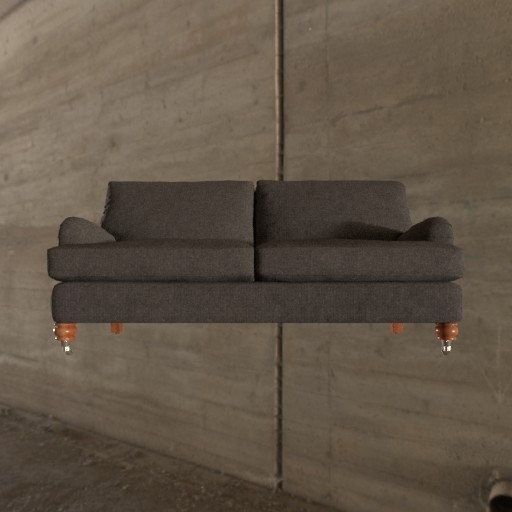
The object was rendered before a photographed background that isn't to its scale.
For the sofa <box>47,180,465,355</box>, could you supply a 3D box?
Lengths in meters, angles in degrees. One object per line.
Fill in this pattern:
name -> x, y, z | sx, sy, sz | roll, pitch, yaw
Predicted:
sofa -> 0.000, 0.000, 2.734 | 2.160, 1.054, 1.087 | 0, -1, 0
